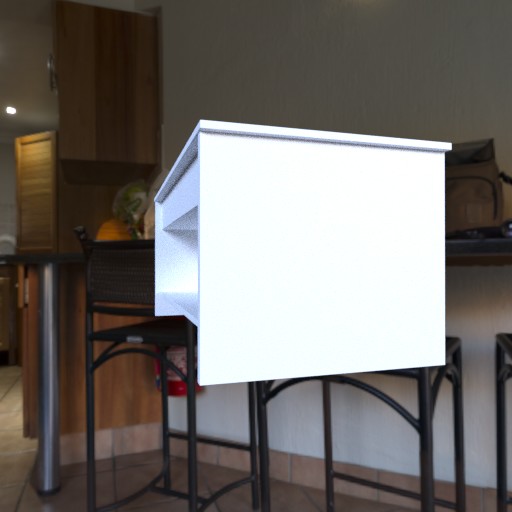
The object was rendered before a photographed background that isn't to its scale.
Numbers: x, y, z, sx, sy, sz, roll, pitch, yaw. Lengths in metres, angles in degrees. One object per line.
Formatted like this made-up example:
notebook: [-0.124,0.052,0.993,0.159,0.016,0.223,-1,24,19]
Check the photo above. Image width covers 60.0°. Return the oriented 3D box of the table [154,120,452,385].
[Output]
table: [0.000,0.000,1.277,0.500,0.441,1.000,0,0,-17]
